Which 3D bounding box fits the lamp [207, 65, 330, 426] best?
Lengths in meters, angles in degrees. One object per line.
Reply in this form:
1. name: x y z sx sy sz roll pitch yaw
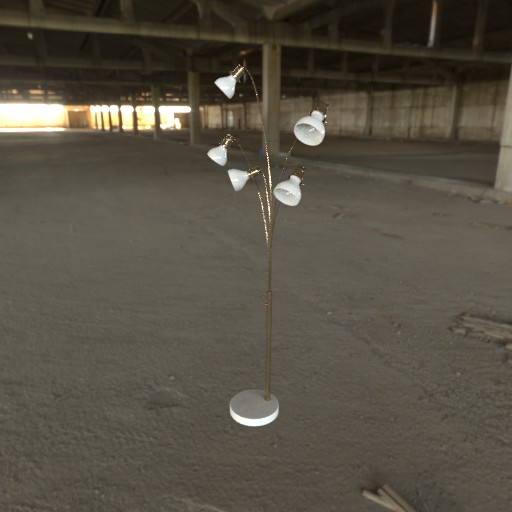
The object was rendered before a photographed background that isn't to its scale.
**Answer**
1. lamp: 0.000 0.000 2.915 0.361 2.423 1.405 -8 19 -23
